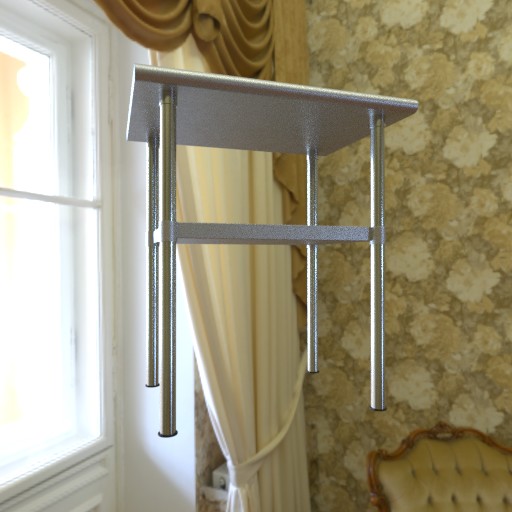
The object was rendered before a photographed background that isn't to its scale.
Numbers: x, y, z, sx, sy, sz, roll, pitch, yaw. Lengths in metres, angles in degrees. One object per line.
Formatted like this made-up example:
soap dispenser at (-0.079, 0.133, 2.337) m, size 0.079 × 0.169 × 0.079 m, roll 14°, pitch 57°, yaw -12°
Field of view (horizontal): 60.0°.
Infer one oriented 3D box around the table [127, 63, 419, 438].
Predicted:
table at (0.000, 0.000, 1.388) m, size 0.762 × 0.876 × 0.584 m, roll 0°, pitch 0°, yaw -18°
